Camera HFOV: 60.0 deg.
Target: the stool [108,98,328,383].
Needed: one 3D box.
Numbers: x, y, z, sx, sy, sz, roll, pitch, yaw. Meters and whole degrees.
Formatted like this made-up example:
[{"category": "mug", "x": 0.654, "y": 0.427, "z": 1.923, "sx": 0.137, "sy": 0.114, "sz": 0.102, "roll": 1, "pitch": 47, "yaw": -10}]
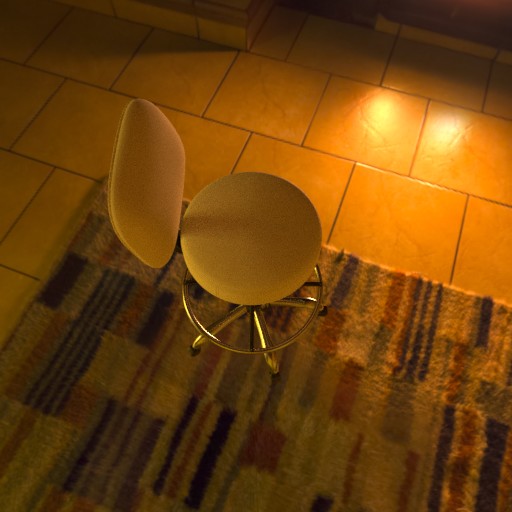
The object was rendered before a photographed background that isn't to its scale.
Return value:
[{"category": "stool", "x": 0.000, "y": 0.000, "z": 1.438, "sx": 0.616, "sy": 1.080, "sz": 0.609, "roll": 1, "pitch": 63, "yaw": 0}]
